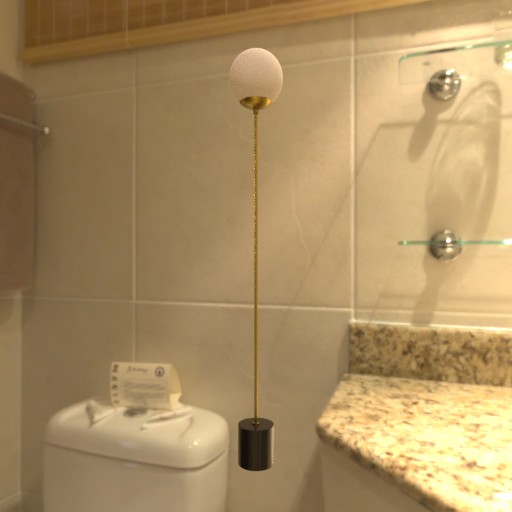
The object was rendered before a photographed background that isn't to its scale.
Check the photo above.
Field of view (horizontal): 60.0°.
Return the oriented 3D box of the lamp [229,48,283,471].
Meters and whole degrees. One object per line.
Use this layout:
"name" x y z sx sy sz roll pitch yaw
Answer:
"lamp" 0.000 0.000 1.880 0.229 1.748 0.229 0 0 -18
